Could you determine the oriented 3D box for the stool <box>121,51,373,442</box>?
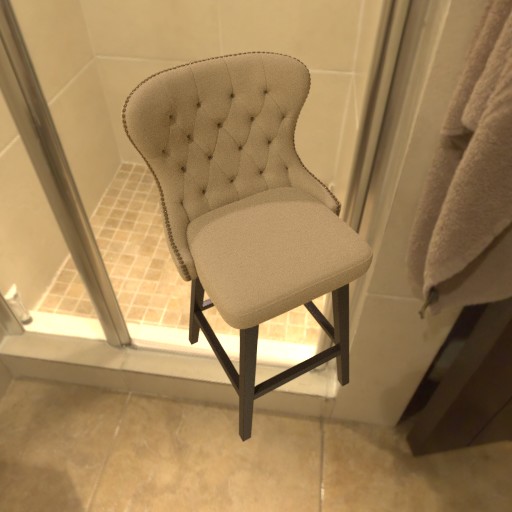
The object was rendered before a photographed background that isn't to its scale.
[{"bbox_3d":[0.000,0.000,1.330,0.528,0.971,0.593,-22,50,-20],"label":"stool"}]
